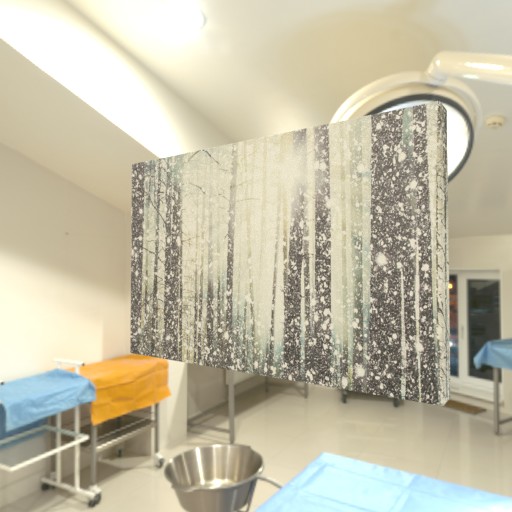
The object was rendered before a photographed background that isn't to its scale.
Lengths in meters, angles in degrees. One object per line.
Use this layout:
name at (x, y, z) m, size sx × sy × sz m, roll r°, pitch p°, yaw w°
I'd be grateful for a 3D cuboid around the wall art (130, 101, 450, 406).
wall art at (0.000, 0.000, 0.769) m, size 0.618 × 0.398 × 0.042 m, roll -1°, pitch -2°, yaw 36°
